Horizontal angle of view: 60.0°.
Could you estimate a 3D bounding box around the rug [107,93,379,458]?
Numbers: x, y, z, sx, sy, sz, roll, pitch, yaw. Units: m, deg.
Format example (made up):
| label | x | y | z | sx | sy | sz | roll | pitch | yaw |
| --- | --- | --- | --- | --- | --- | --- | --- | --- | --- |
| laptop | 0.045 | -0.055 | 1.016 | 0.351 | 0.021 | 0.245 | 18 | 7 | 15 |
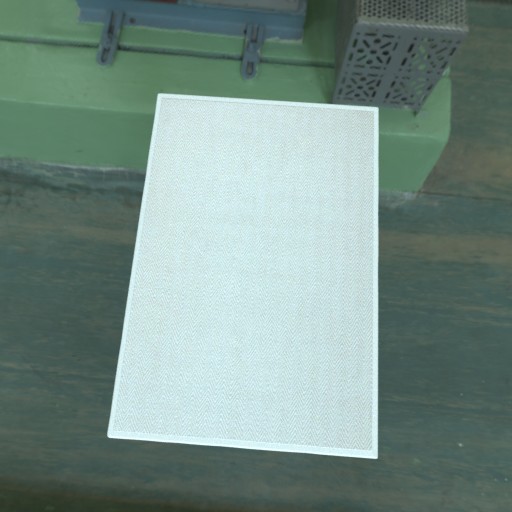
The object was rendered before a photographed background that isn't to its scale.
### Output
| label | x | y | z | sx | sy | sz | roll | pitch | yaw |
| --- | --- | --- | --- | --- | --- | --- | --- | --- | --- |
| rug | 0.000 | 0.000 | 2.782 | 1.532 | 0.017 | 2.244 | 4 | 75 | 1 |
